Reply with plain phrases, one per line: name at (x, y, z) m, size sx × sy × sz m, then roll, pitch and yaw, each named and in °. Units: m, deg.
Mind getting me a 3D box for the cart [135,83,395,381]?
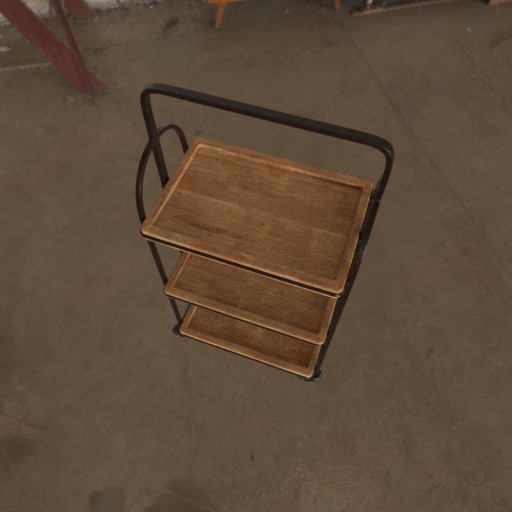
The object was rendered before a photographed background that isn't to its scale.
cart at (0.000, 0.000, 1.216) m, size 0.553 × 1.001 × 0.327 m, roll 17°, pitch 60°, yaw 10°
